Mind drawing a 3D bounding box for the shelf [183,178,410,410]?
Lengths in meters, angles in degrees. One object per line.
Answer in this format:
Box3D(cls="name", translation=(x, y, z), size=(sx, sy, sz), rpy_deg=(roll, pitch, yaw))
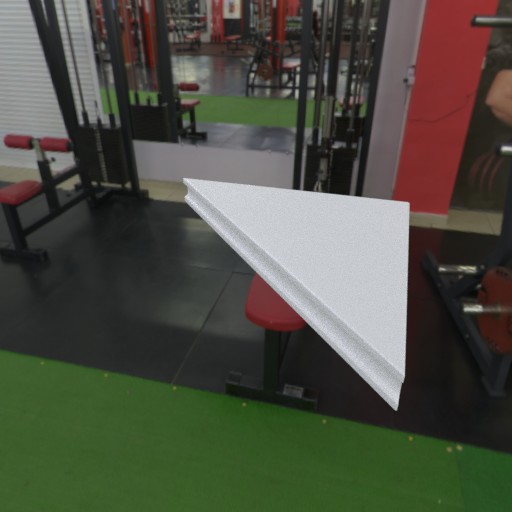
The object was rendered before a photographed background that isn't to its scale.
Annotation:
Box3D(cls="shelf", translation=(0.000, 0.000, 0.455), size=(0.296, 0.035, 0.296), rpy_deg=(9, 31, 14))
